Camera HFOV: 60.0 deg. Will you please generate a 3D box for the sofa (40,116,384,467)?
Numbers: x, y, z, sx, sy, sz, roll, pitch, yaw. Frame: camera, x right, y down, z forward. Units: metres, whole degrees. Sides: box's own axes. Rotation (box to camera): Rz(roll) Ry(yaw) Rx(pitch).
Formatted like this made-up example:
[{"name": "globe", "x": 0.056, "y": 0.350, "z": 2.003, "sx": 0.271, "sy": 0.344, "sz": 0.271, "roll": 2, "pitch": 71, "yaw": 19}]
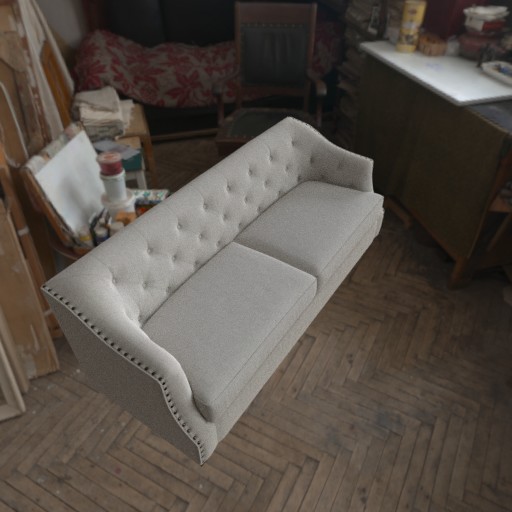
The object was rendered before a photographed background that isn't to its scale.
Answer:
[{"name": "sofa", "x": 0.000, "y": 0.000, "z": 2.806, "sx": 0.914, "sy": 0.901, "sz": 2.235, "roll": 24, "pitch": 47, "yaw": 25}]
